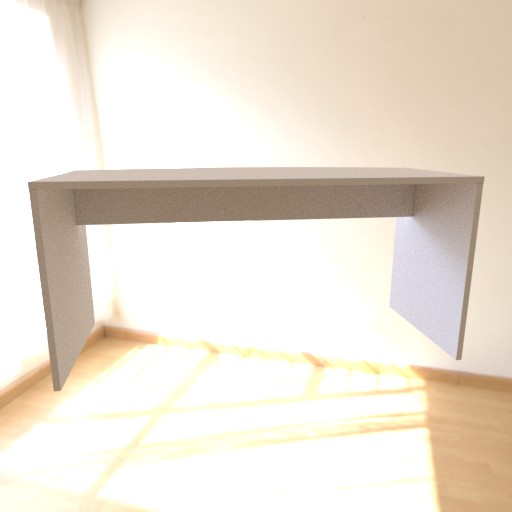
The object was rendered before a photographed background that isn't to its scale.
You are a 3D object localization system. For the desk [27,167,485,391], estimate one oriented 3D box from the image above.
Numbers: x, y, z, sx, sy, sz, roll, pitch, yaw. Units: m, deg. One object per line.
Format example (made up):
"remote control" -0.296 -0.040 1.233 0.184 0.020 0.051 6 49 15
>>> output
"desk" 0.000 0.000 2.008 1.600 0.750 0.802 -2 14 -8
